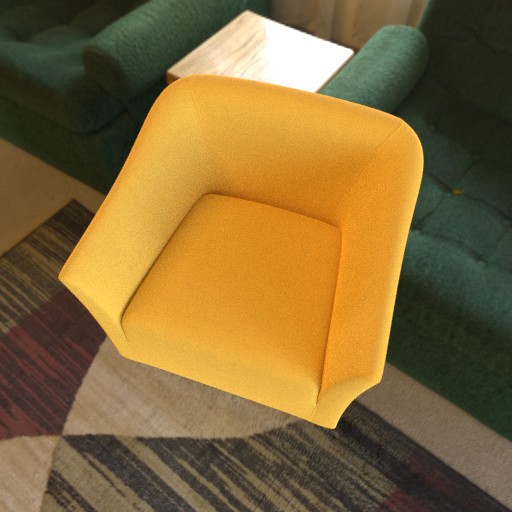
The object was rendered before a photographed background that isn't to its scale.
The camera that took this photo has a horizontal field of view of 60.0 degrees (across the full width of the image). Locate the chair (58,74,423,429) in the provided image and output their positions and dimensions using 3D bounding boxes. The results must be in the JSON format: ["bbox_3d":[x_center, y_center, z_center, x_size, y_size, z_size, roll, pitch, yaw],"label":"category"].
[{"bbox_3d":[0.000,0.000,1.350,0.790,0.720,0.700,16,59,10],"label":"chair"}]
